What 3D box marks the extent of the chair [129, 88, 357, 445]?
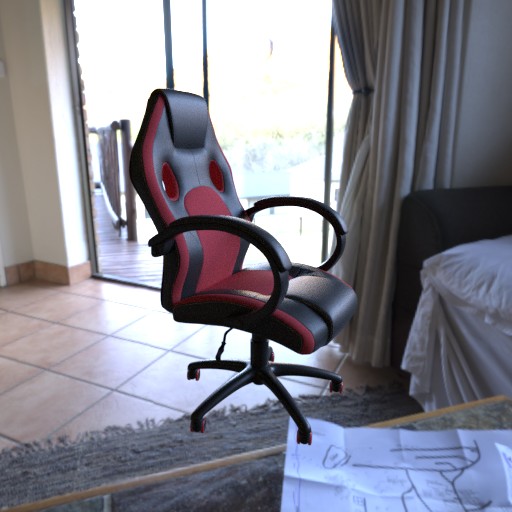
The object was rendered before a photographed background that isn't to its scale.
[{"bbox_3d":[0.000,0.000,1.642,0.724,1.187,0.673,7,16,26],"label":"chair"}]
